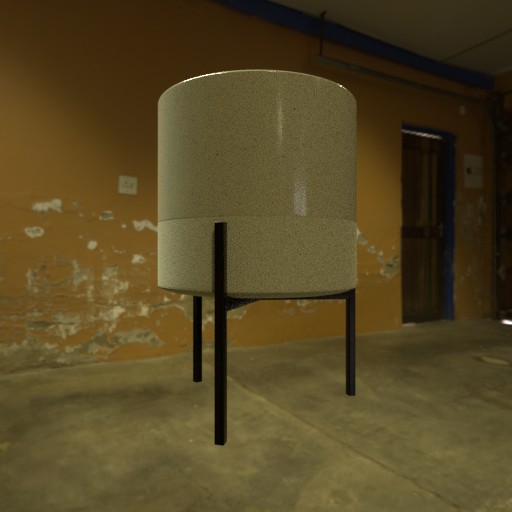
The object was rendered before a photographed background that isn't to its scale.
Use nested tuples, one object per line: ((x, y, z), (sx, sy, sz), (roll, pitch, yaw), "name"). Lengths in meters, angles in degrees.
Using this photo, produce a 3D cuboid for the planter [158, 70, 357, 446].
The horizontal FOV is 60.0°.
((0.000, 0.000, 0.344), (0.152, 0.230, 0.159), (0, 0, 16), "planter")
